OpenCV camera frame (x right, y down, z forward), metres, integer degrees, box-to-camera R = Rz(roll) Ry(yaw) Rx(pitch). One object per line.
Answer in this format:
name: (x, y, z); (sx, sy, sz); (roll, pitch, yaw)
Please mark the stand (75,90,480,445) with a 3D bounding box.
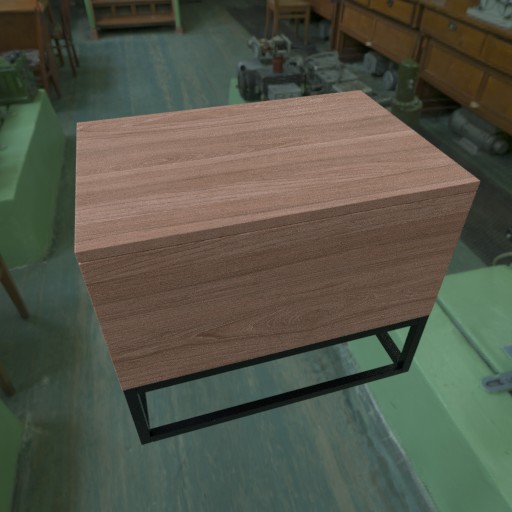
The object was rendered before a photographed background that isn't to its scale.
stand: (0.000, 0.000, 0.935); (0.600, 0.500, 0.420); (-11, 42, -13)
